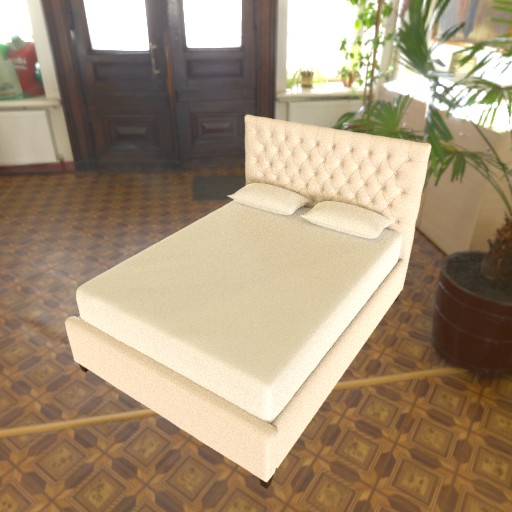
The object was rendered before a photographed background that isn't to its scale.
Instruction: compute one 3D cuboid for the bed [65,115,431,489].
[{"bbox_3d":[0.000,0.000,3.274,1.696,1.426,2.233,19,35,29],"label":"bed"}]
